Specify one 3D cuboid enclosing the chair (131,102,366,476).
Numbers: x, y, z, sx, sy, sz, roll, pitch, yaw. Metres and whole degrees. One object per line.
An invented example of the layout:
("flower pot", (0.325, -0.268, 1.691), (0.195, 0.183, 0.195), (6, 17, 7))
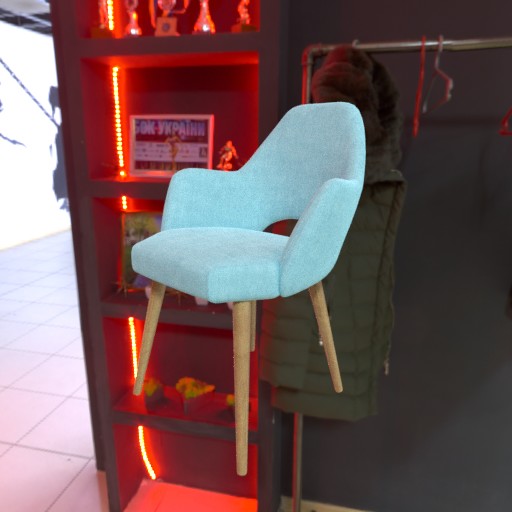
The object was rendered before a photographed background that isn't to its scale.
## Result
("chair", (0.000, 0.000, 1.240), (0.610, 0.840, 0.590), (-14, 20, -43))
